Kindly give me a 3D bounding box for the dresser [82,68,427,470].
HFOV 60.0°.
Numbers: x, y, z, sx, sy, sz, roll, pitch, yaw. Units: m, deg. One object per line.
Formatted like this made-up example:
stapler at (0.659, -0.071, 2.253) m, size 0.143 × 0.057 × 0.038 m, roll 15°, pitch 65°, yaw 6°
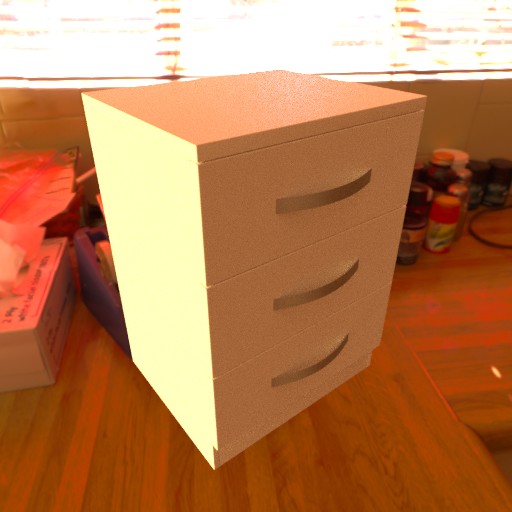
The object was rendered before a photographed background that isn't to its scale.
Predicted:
dresser at (0.000, 0.000, 0.807) m, size 0.400 × 0.560 × 0.360 m, roll -22°, pitch 37°, yaw -32°
